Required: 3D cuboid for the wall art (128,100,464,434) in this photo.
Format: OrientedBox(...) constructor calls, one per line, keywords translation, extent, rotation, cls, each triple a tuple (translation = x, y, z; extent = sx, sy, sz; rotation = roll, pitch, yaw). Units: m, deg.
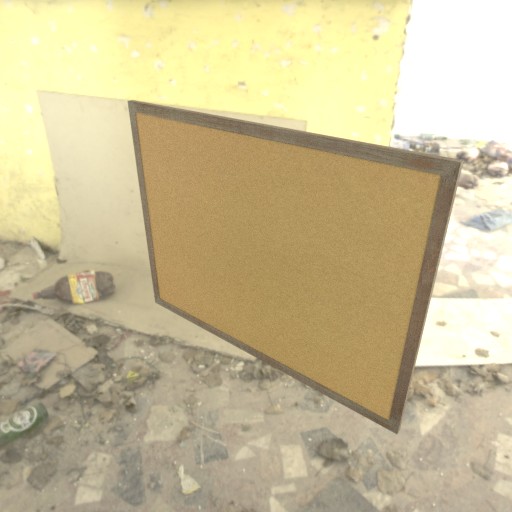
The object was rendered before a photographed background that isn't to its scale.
OrientedBox(translation=(0.000, 0.000, 1.317), extent=(1.012, 0.774, 0.019), rotation=(21, 36, 33), cls="wall art")
